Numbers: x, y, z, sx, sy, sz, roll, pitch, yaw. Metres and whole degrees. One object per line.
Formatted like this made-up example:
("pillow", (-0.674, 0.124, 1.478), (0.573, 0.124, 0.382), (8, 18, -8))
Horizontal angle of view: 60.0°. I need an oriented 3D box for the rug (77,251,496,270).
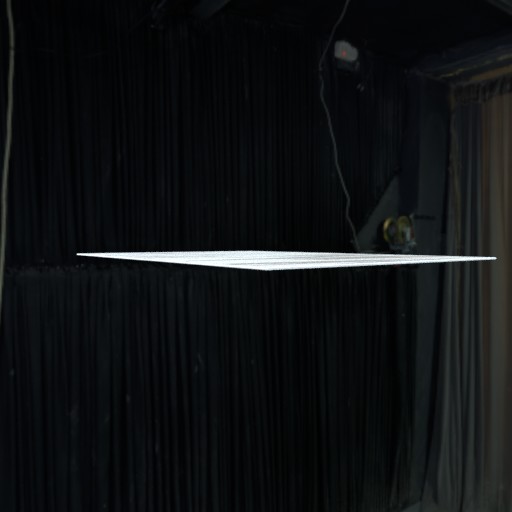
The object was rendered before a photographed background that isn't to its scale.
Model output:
("rug", (0.000, 0.000, 2.701), (1.533, 0.010, 2.142), (-1, 2, -37))
